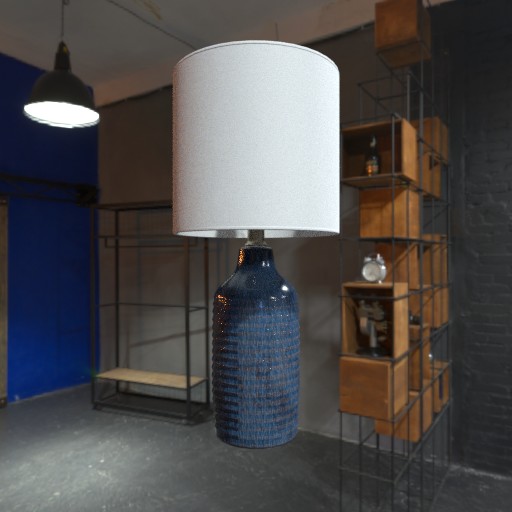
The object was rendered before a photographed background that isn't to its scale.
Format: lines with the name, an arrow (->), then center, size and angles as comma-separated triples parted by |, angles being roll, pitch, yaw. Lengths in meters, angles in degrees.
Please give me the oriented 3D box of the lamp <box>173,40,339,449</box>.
lamp -> 0.000, 0.000, 0.598 | 0.220, 0.475, 0.220 | 0, 0, 36
